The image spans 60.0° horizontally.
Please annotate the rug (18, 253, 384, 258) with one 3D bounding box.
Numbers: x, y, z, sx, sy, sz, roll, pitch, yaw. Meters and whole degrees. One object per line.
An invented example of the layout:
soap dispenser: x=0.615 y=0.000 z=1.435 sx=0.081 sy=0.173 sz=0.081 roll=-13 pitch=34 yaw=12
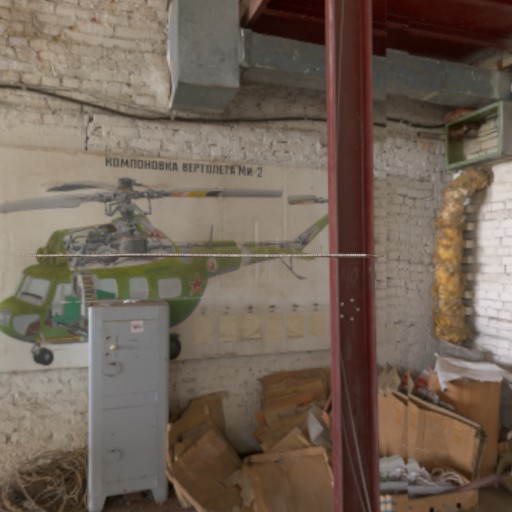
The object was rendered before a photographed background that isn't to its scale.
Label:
rug: x=0.000 y=0.000 z=2.279 sx=1.220 sy=0.017 sz=1.835 roll=0 pitch=0 yaw=18
